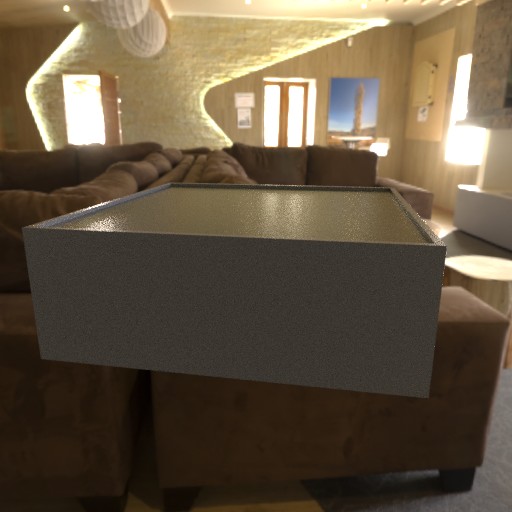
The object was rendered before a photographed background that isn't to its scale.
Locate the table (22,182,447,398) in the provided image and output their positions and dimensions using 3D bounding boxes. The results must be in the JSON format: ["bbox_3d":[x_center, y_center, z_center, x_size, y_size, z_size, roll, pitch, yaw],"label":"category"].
[{"bbox_3d":[0.000,0.000,1.233,0.801,0.299,0.801,3,16,10],"label":"table"}]
